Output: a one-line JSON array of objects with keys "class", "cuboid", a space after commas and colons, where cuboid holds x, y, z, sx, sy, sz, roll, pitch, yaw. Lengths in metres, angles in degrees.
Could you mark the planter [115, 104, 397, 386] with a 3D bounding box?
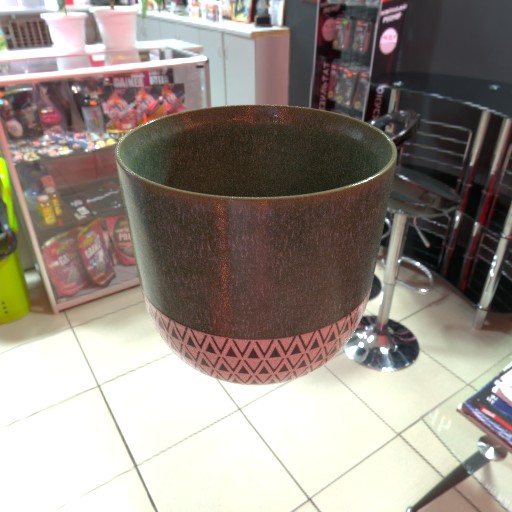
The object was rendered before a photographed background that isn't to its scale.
[{"class": "planter", "cuboid": [0.000, 0.000, 0.504, 0.266, 0.270, 0.266, 0, 33, 0]}]
